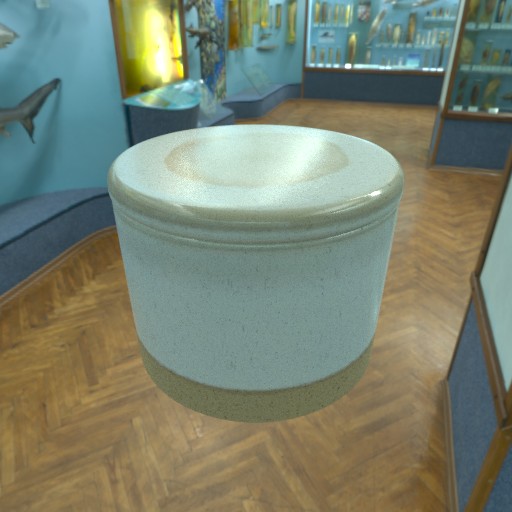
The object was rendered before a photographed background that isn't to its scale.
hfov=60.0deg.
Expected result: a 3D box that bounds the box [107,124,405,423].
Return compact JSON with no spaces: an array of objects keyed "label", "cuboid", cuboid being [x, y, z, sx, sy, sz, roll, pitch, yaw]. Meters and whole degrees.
[{"label":"box","cuboid":[0.000,0.000,0.266,0.154,0.123,0.154,0,29,0]}]
